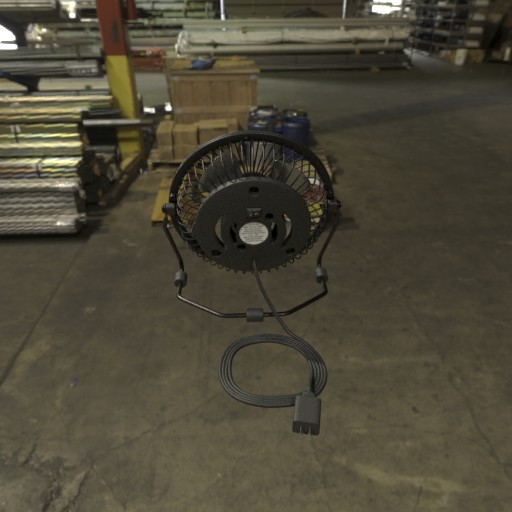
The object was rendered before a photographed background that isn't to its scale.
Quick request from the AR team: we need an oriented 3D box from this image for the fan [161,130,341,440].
[{"bbox_3d":[0.000,0.000,0.318,0.153,0.152,0.202,-2,30,-3],"label":"fan"}]
